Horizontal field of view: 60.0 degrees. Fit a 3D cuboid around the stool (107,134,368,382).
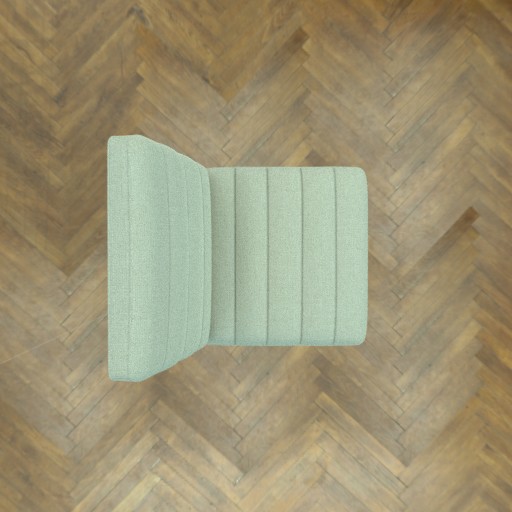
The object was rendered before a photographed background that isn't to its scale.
[{"bbox_3d":[0.000,0.000,1.256,0.560,0.940,0.460,0,91,-2],"label":"stool"}]
